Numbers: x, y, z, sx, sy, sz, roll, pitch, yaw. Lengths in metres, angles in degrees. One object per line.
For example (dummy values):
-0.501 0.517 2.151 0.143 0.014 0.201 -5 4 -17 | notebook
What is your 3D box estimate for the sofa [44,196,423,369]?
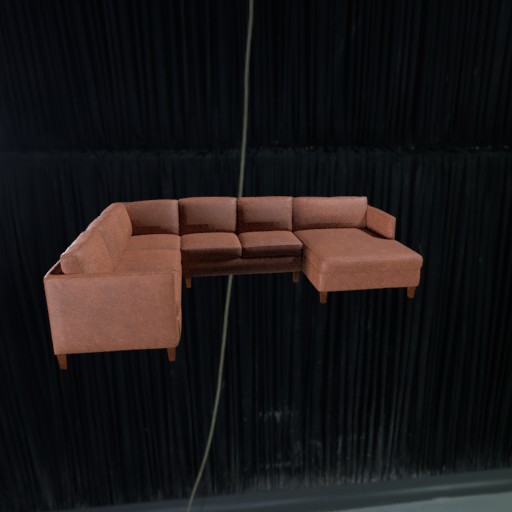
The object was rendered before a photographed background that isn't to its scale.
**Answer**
0.000 0.000 4.637 3.460 0.923 2.593 -2 17 -8 | sofa
